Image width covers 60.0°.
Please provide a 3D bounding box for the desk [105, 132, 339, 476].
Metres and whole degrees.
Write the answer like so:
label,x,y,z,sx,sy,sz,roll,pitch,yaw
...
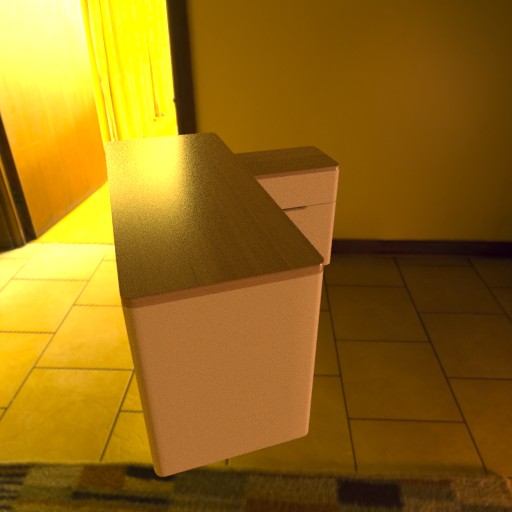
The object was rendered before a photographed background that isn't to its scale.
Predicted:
label,x,y,z,sx,sy,sz,roll,pitch,yaw
desk,0.000,0.000,2.043,1.175,0.770,1.400,-10,33,-15
